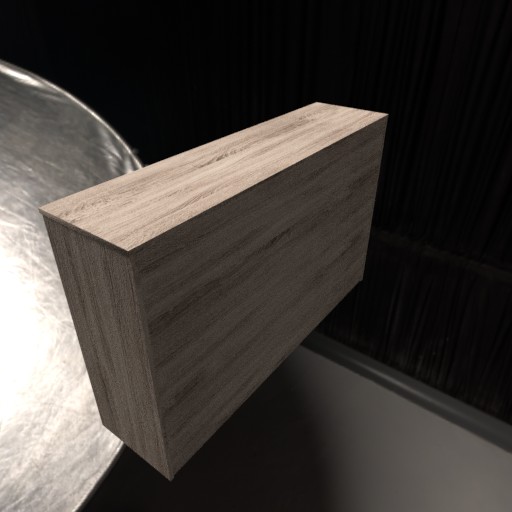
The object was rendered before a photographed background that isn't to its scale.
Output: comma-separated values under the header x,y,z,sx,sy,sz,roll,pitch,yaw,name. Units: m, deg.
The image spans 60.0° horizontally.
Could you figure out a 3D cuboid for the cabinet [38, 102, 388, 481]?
x,y,z,sx,sy,sz,roll,pitch,yaw,name
0.000,0.000,1.813,0.380,0.900,1.450,22,38,31,cabinet
